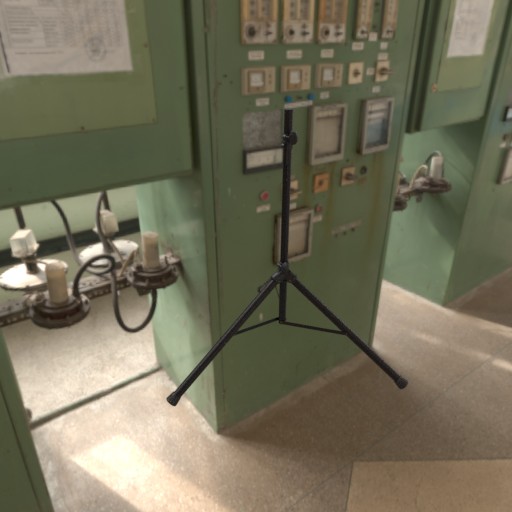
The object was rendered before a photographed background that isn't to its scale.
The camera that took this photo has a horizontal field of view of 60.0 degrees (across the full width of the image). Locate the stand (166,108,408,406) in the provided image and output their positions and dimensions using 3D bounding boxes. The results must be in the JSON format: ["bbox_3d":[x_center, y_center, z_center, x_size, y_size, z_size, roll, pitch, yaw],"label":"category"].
[{"bbox_3d":[0.000,0.000,1.826,0.907,1.136,1.045,-18,32,-31],"label":"stand"}]
